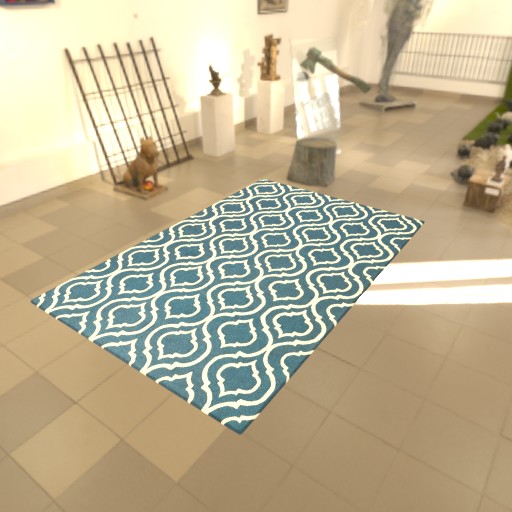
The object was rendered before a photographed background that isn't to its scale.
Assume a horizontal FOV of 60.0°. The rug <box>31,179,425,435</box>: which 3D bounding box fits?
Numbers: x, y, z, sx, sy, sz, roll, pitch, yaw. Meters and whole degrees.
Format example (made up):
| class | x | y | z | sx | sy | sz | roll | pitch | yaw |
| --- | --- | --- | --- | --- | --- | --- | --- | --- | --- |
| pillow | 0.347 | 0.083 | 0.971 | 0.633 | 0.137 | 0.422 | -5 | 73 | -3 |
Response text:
| class | x | y | z | sx | sy | sz | roll | pitch | yaw |
| --- | --- | --- | --- | --- | --- | --- | --- | --- | --- |
| rug | 0.000 | 0.000 | 2.233 | 1.143 | 0.010 | 1.753 | 20 | 37 | 30 |
